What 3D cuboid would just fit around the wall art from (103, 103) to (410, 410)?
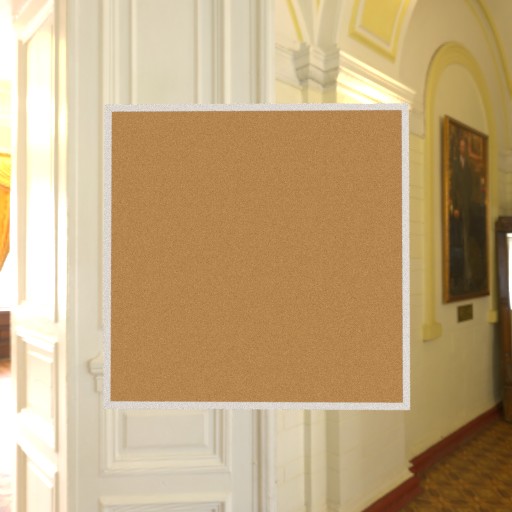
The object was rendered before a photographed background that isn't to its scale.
[{"bbox_3d":[0.000,0.000,0.758,0.509,0.509,0.040,0,-1,1],"label":"wall art"}]
